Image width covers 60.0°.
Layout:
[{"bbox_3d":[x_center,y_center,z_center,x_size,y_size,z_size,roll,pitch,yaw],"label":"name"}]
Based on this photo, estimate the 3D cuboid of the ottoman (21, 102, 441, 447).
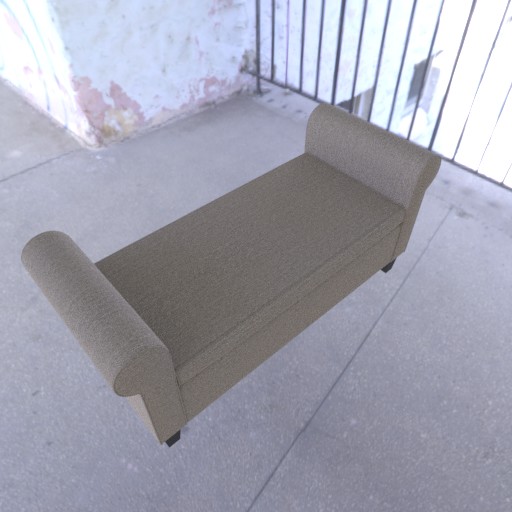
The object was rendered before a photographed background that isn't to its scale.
[{"bbox_3d":[0.000,0.000,1.512,1.256,0.547,0.521,-32,54,-28],"label":"ottoman"}]
